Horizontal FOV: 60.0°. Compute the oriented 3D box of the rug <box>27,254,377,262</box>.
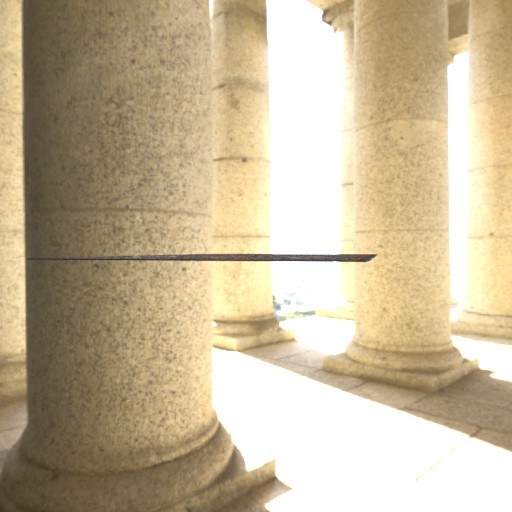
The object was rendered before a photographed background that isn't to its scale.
[{"bbox_3d":[0.000,0.000,4.202,2.190,0.008,3.371,0,1,16],"label":"rug"}]
